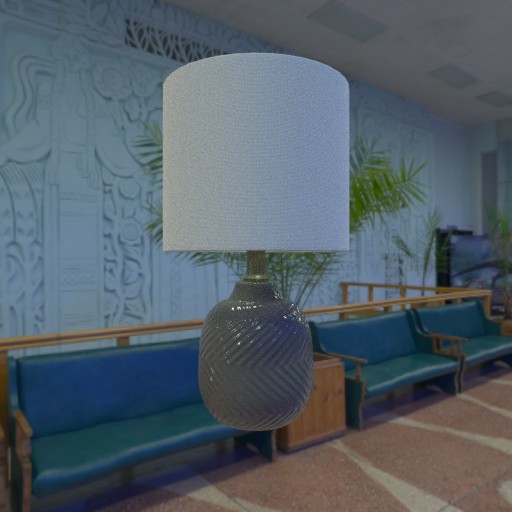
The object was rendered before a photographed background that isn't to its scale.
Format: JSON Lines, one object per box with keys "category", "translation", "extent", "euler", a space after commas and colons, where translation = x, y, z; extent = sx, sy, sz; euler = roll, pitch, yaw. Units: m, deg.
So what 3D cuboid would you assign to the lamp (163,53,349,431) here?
{"category": "lamp", "translation": [0.000, 0.000, 0.502], "extent": [0.207, 0.366, 0.207], "euler": [0, 0, -35]}
